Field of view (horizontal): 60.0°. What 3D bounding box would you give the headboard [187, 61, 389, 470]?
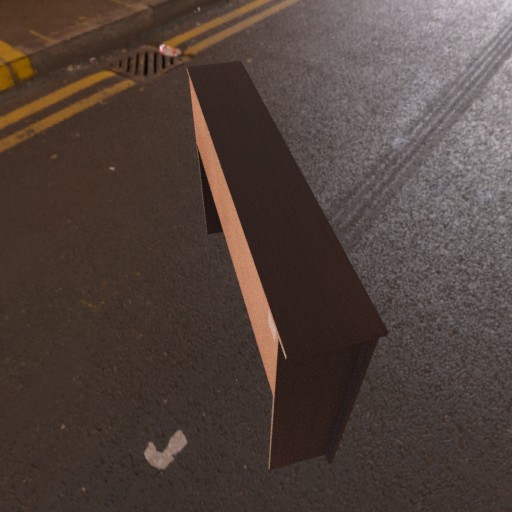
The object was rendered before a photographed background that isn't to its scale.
[{"bbox_3d":[0.000,0.000,2.077,0.279,1.092,1.671,-11,48,-10],"label":"headboard"}]
